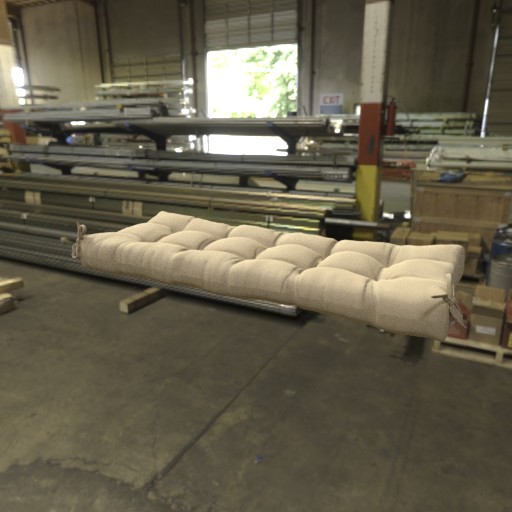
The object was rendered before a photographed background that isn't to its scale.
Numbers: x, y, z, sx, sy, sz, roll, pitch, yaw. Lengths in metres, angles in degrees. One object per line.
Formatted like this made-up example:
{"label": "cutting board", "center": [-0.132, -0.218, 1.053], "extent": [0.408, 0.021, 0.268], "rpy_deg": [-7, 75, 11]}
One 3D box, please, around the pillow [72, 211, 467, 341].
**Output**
{"label": "pillow", "center": [0.000, 0.000, 1.348], "extent": [1.194, 0.174, 0.511], "rpy_deg": [9, 19, 26]}
